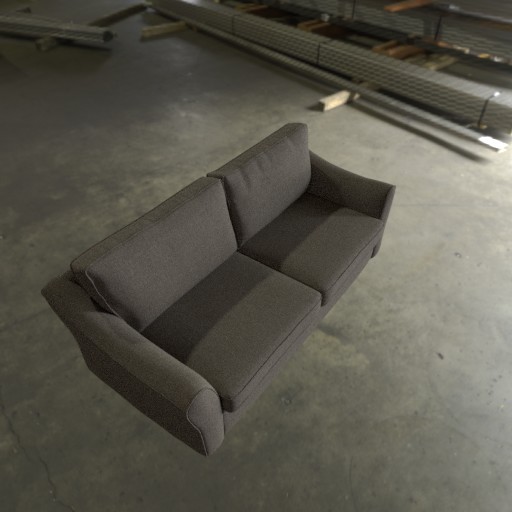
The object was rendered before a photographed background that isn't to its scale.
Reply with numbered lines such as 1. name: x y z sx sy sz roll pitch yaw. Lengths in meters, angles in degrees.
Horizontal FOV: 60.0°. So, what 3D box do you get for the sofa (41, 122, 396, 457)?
1. sofa: 0.000 0.000 2.782 1.013 0.976 2.203 26 47 27
